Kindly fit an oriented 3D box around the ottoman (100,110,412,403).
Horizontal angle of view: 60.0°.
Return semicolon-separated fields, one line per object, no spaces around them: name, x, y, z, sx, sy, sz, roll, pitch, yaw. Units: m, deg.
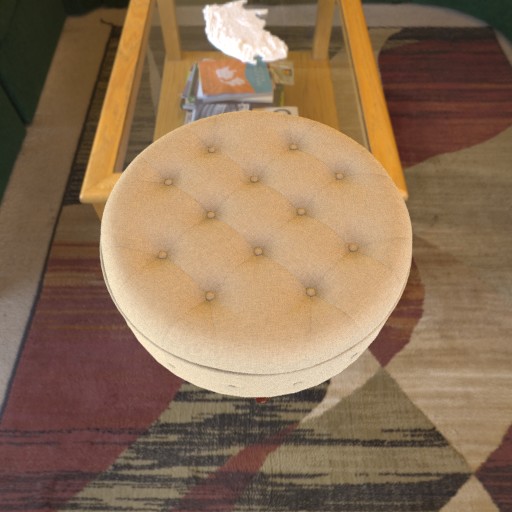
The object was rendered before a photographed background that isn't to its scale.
ottoman;0.000;0.000;1.364;0.849;0.478;0.849;0;58;0
